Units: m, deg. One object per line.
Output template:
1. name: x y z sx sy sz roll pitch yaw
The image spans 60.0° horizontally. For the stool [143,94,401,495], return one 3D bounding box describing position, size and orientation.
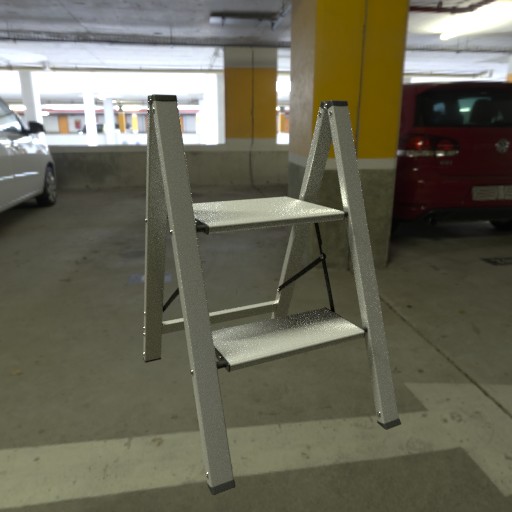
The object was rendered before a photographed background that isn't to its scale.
1. stool: 0.000 0.000 0.997 0.440 0.670 0.535 -8 18 -25
